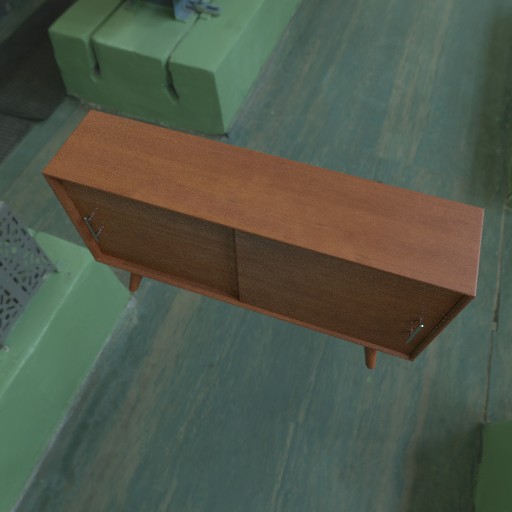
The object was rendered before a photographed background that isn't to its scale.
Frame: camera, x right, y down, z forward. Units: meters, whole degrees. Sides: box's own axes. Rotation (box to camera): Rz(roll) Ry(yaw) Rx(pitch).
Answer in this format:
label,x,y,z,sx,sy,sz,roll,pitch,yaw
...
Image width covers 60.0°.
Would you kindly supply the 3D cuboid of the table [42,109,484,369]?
label,x,y,z,sx,sy,sz,roll,pitch,yaw
table,0.000,0.000,1.540,1.220,0.698,0.308,16,60,10
